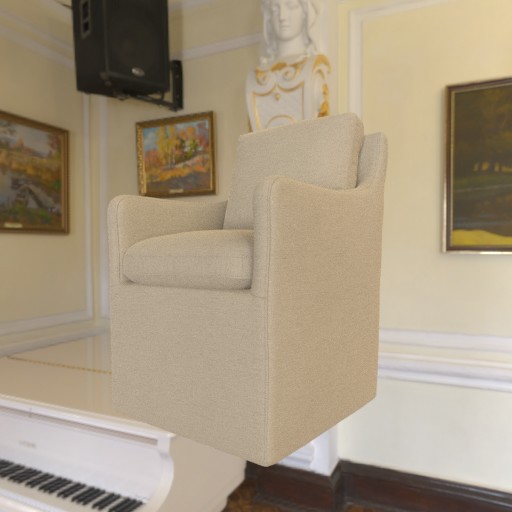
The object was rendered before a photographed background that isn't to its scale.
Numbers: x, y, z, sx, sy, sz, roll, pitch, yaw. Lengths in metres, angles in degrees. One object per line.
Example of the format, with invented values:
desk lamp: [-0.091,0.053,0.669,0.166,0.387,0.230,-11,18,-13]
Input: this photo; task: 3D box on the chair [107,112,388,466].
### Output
chair: [0.000,0.000,1.377,0.626,0.914,0.694,0,1,38]
